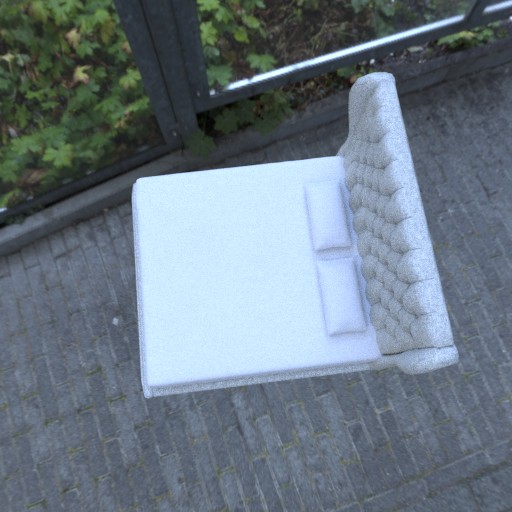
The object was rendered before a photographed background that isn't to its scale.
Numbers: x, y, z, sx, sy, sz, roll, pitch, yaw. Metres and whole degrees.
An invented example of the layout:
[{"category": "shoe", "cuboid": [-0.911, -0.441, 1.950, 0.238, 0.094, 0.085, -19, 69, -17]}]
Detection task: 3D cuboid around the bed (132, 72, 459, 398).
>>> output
[{"category": "bed", "cuboid": [0.000, 0.000, 3.848, 2.347, 1.771, 2.219, -7, 75, -2]}]
